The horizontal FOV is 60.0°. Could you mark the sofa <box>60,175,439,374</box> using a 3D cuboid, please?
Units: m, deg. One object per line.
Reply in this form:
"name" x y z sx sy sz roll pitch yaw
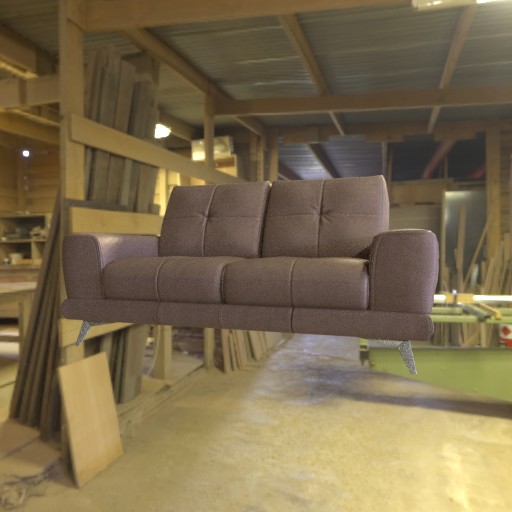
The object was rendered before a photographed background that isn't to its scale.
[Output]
"sofa" 0.000 0.000 2.424 1.806 0.907 1.018 0 1 18
